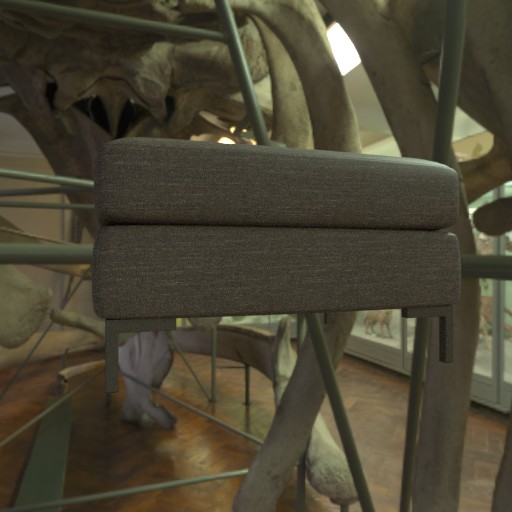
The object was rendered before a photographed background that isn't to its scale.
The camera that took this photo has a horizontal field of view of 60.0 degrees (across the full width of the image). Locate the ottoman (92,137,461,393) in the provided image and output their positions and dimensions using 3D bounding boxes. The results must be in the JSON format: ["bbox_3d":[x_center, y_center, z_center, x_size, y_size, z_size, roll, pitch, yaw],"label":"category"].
[{"bbox_3d":[0.000,0.000,1.200,0.820,0.490,0.671,0,0,-18],"label":"ottoman"}]
